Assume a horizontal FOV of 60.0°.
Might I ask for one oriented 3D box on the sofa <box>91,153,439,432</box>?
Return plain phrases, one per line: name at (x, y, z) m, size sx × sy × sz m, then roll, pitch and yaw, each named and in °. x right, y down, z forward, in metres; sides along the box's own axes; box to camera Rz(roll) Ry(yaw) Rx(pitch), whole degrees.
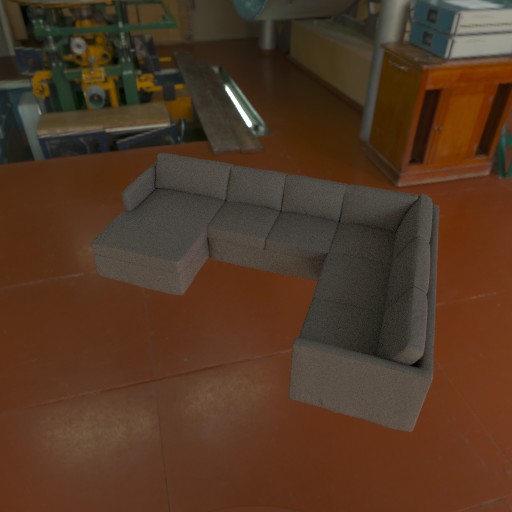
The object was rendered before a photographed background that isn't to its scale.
sofa at (0.000, 0.000, 4.589) m, size 3.528 × 0.878 × 2.476 m, roll 12°, pitch 40°, yaw 15°
